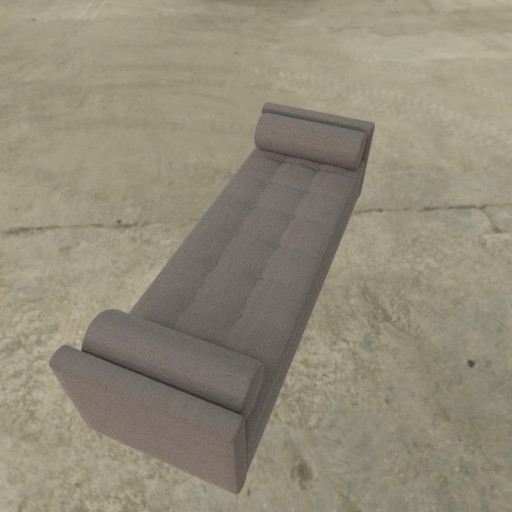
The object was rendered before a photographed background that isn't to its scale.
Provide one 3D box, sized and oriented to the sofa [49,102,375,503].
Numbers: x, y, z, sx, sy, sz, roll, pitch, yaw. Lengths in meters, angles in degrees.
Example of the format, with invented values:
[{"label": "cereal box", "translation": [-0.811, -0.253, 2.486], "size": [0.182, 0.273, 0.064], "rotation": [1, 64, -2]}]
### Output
[{"label": "sofa", "translation": [0.000, 0.000, 2.218], "size": [0.686, 0.635, 1.981], "rotation": [16, 48, 15]}]
